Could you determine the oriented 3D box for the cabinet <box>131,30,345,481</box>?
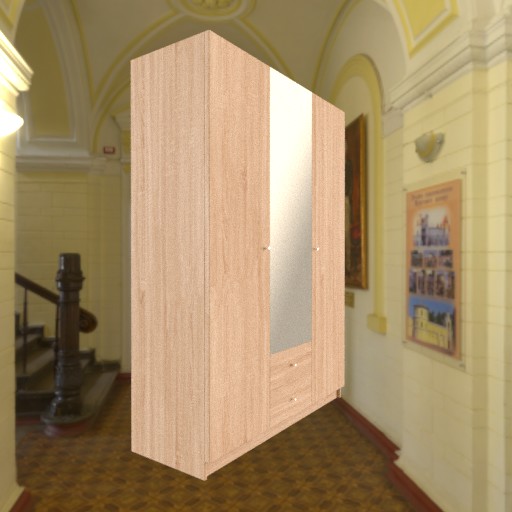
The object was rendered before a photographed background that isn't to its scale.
[{"bbox_3d":[0.000,0.000,2.838,0.590,2.120,1.500,0,1,36],"label":"cabinet"}]
